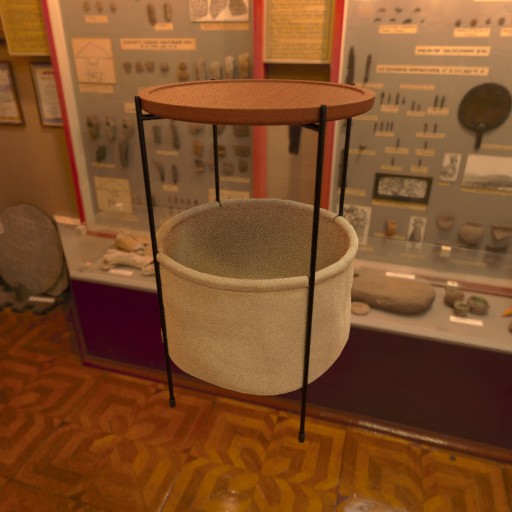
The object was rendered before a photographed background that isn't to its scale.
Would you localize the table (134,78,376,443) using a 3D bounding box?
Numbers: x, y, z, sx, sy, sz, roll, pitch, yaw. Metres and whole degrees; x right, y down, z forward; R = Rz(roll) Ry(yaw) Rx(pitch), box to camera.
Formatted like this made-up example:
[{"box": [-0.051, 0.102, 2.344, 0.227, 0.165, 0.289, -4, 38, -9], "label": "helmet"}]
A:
[{"box": [0.000, 0.000, 0.877, 0.393, 0.623, 0.393, 9, 28, 17], "label": "table"}]
